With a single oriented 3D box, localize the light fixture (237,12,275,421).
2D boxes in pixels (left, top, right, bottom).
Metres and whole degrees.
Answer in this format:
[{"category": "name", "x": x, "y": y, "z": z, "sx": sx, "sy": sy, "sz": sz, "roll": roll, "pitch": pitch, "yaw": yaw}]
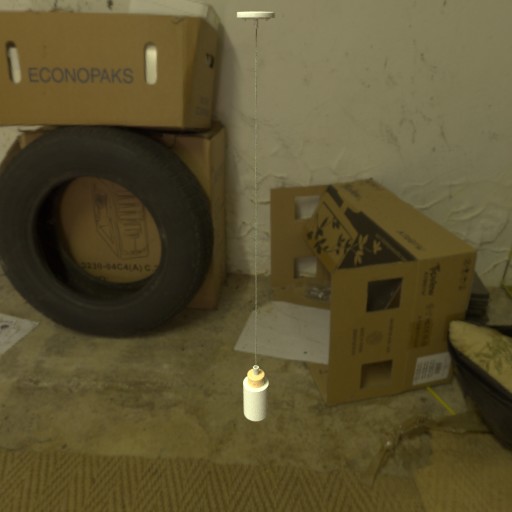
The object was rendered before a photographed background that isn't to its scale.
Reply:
[{"category": "light fixture", "x": 0.000, "y": 0.000, "z": 1.865, "sx": 0.125, "sy": 1.798, "sz": 0.125, "roll": -8, "pitch": 28, "yaw": -15}]
